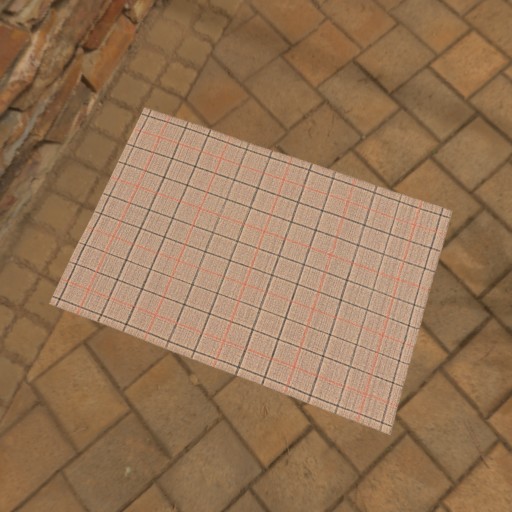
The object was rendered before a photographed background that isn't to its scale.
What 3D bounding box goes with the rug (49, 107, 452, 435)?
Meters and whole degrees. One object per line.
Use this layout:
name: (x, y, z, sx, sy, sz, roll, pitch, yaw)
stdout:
rug: (0.000, 0.000, 2.350, 1.829, 0.013, 1.220, 20, 77, 5)
